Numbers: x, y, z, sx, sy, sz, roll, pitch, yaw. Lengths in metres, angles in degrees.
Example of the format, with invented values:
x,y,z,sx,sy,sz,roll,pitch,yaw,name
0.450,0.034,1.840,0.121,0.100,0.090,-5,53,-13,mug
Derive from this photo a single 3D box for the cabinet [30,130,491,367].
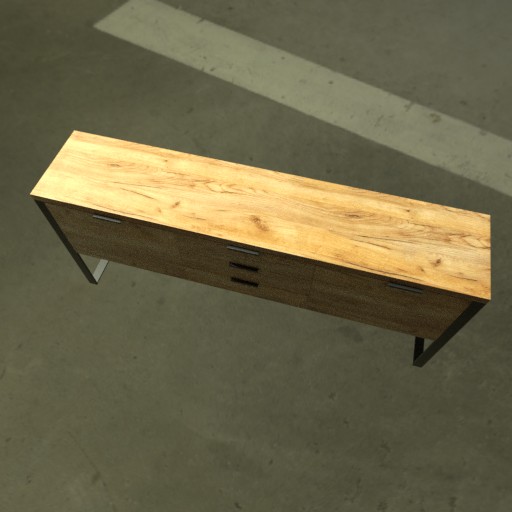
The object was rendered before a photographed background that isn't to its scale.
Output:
x,y,z,sx,sy,sz,roll,pitch,yaw,name
0.000,0.000,2.090,1.800,0.762,0.395,13,59,8,cabinet
